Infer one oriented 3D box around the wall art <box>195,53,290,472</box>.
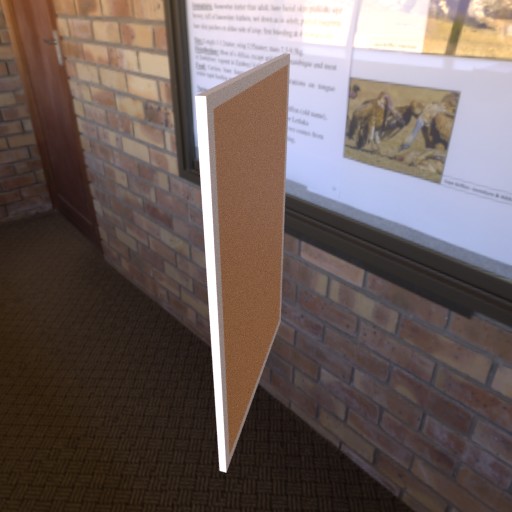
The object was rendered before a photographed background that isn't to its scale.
[{"bbox_3d":[0.000,0.000,0.836,0.013,0.656,0.456,8,31,13],"label":"wall art"}]
